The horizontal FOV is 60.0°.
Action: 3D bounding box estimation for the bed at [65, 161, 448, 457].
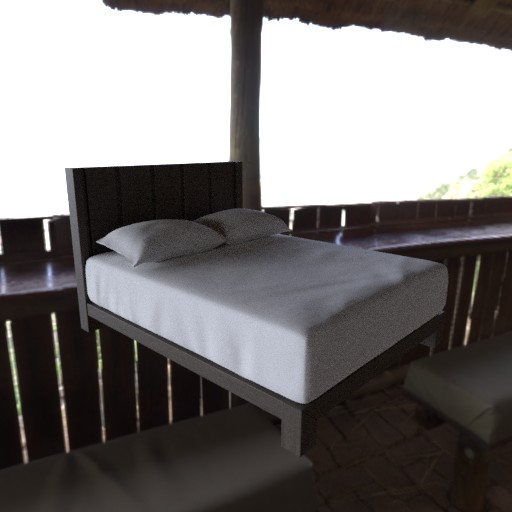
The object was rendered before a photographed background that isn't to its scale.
[{"bbox_3d":[0.000,0.000,3.281,2.242,1.270,1.727,13,19,42],"label":"bed"}]
